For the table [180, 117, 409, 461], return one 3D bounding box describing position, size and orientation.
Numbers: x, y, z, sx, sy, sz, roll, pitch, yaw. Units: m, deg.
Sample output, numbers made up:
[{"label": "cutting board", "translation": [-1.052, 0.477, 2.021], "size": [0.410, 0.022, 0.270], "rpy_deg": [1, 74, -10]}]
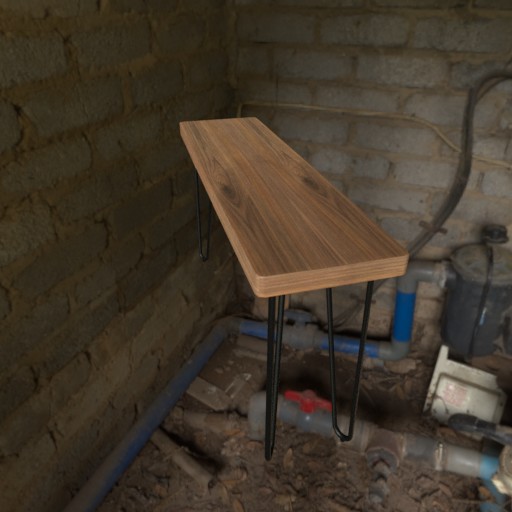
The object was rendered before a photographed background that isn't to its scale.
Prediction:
[{"label": "table", "translation": [0.000, 0.000, 1.973], "size": [0.425, 0.834, 1.570], "rpy_deg": [-8, 31, -13]}]
